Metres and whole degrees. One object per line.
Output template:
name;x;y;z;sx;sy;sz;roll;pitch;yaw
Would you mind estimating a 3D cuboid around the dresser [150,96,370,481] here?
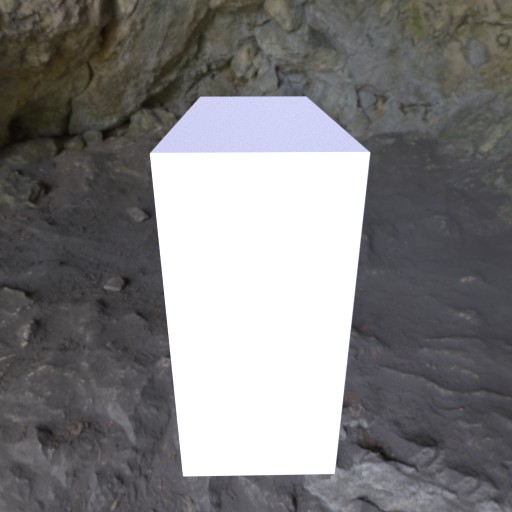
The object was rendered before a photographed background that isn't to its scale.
dresser;0.000;0.000;1.632;0.460;1.000;1.100;0;25;-1
